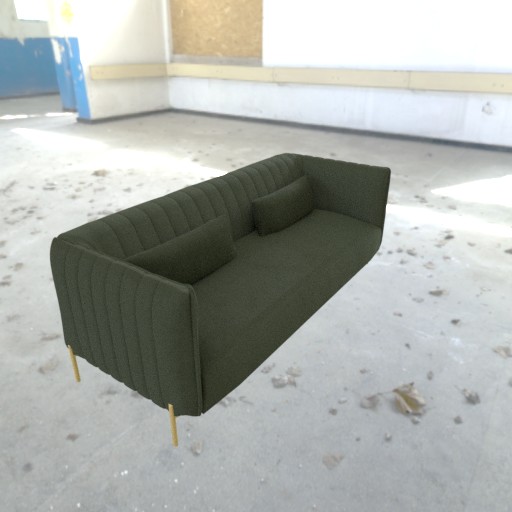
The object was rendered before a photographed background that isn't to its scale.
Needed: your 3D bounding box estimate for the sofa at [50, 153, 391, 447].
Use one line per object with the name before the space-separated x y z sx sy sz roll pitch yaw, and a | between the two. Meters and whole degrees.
sofa | 0.000 0.000 2.665 0.896 0.793 2.137 17 31 31
